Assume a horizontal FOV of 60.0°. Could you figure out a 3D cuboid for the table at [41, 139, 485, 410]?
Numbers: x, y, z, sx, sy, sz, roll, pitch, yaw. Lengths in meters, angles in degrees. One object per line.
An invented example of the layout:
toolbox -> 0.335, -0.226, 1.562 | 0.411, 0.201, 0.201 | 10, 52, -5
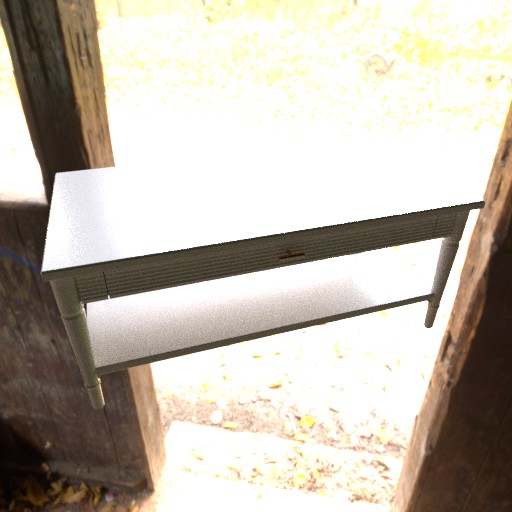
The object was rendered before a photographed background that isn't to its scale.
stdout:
table -> 0.000, 0.000, 1.348 | 1.067, 0.457, 0.559 | -10, 33, -15
